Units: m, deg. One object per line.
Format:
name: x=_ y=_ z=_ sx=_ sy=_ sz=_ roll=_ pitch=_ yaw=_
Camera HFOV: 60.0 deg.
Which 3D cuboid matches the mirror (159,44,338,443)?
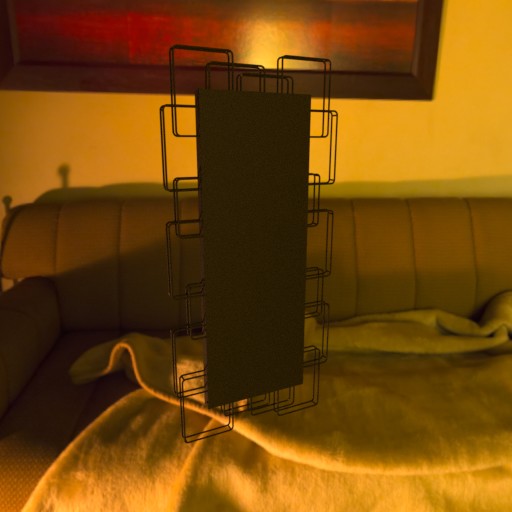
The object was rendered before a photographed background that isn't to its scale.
mirror: x=0.000 y=0.000 z=1.409 sx=0.565 sy=1.192 sz=0.037 roll=-7 pitch=16 yaw=-25
